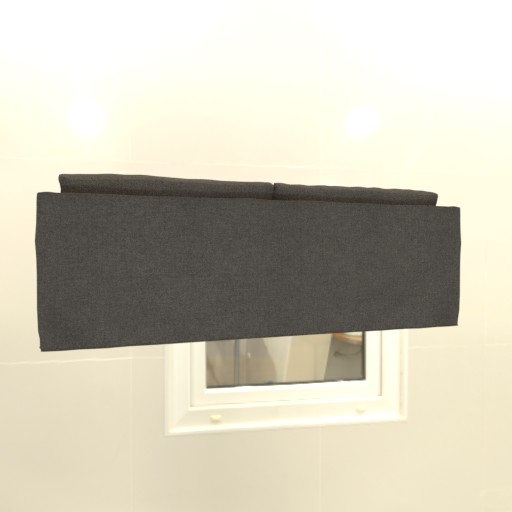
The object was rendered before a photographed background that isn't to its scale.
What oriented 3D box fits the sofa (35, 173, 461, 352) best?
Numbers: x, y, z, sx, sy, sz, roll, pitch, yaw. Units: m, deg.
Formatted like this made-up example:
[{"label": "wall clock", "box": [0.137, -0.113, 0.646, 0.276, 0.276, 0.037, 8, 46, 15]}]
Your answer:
[{"label": "sofa", "box": [0.000, 0.000, 3.217, 2.779, 0.998, 1.036, 0, 1, -17]}]
